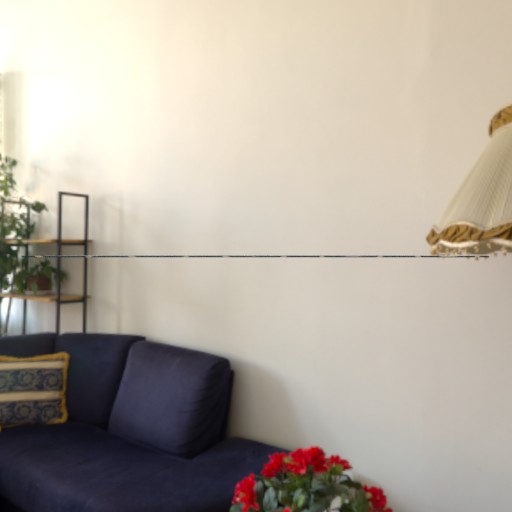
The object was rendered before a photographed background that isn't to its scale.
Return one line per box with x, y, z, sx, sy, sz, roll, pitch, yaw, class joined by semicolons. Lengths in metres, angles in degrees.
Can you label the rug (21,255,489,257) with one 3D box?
0.000;0.000;4.381;3.353;0.010;2.438;0;0;1;rug
